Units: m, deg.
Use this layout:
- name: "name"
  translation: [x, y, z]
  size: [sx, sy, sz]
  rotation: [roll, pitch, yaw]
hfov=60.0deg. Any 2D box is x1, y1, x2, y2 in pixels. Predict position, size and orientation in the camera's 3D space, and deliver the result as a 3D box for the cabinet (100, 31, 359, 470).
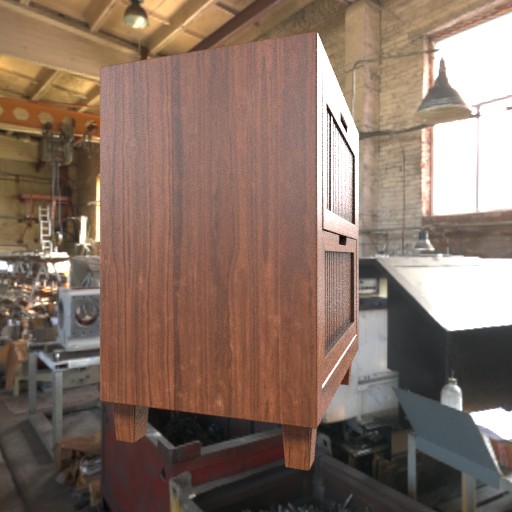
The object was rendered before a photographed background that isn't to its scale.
- name: "cabinet"
  translation: [0.000, 0.000, 1.035]
  size: [0.410, 0.695, 0.607]
  rotation: [0, 0, 19]
